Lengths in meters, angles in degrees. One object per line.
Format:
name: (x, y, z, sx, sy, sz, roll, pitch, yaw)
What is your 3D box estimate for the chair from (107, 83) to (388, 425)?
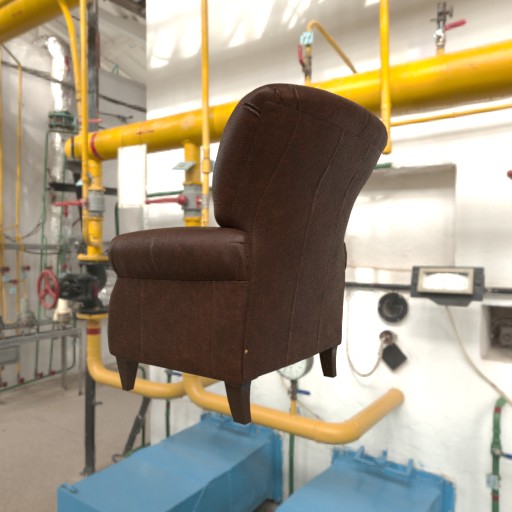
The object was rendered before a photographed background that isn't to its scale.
chair: (0.000, 0.000, 1.950, 1.031, 1.162, 0.979, 1, 1, 36)
